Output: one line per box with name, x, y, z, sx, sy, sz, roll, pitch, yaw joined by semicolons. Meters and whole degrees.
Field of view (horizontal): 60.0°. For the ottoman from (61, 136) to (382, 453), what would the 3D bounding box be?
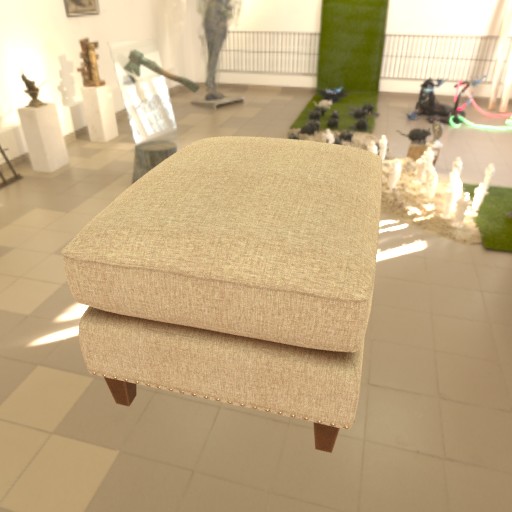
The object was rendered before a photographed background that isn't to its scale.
ottoman;0.000;0.000;1.147;0.584;0.513;0.741;8;32;13
